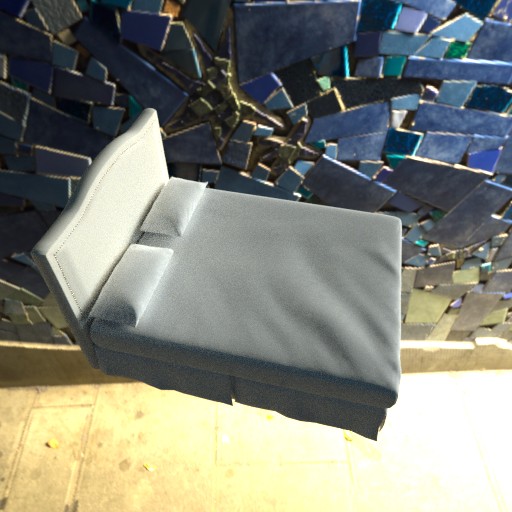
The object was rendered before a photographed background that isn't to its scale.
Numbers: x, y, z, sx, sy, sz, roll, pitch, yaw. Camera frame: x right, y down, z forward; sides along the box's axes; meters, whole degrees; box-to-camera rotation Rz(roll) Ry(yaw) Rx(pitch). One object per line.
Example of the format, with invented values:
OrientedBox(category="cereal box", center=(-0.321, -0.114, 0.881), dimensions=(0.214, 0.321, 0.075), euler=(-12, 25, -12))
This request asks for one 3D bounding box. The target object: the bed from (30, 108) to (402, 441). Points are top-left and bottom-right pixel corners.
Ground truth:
OrientedBox(category="bed", center=(0.000, 0.000, 3.385), dimensions=(2.282, 1.436, 1.821), euler=(10, 48, 9))
